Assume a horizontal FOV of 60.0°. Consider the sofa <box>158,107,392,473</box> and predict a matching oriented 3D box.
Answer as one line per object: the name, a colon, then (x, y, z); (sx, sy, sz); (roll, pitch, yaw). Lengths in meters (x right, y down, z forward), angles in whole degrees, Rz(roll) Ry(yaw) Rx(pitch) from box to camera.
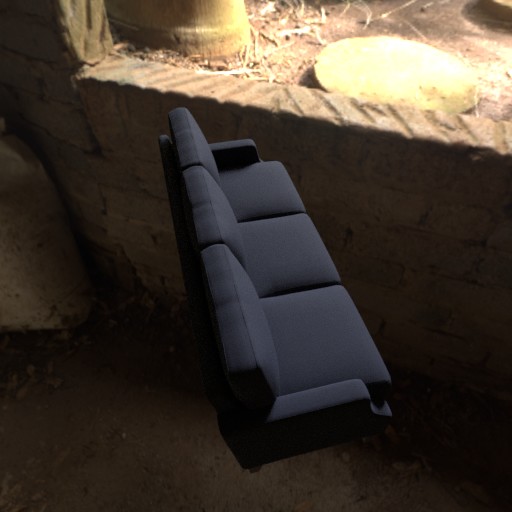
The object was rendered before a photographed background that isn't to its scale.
sofa: (0.000, 0.000, 2.635); (0.888, 0.984, 2.115); (-10, 47, -10)
